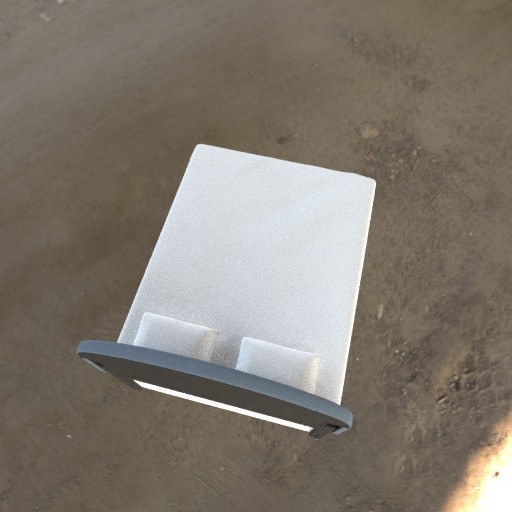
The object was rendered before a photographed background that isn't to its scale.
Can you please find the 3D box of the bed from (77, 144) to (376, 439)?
[{"bbox_3d":[0.000,0.000,3.095,1.607,1.410,2.005,13,64,6],"label":"bed"}]
